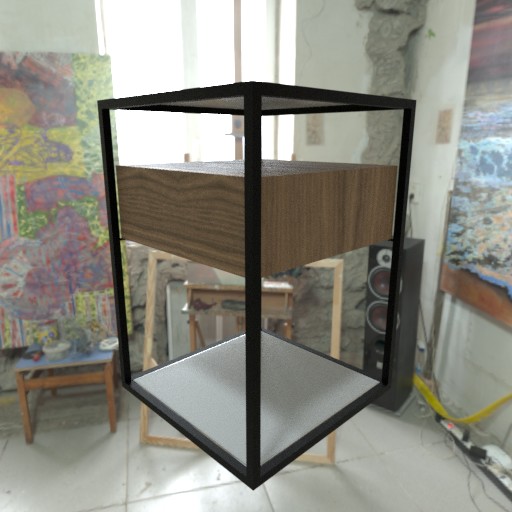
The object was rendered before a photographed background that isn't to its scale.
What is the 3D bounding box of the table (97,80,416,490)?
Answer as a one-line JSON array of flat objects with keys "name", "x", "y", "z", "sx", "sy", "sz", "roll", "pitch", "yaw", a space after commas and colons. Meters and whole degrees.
[{"name": "table", "x": 0.000, "y": 0.000, "z": 0.811, "sx": 0.378, "sy": 0.540, "sz": 0.378, "roll": -14, "pitch": 20, "yaw": -42}]
